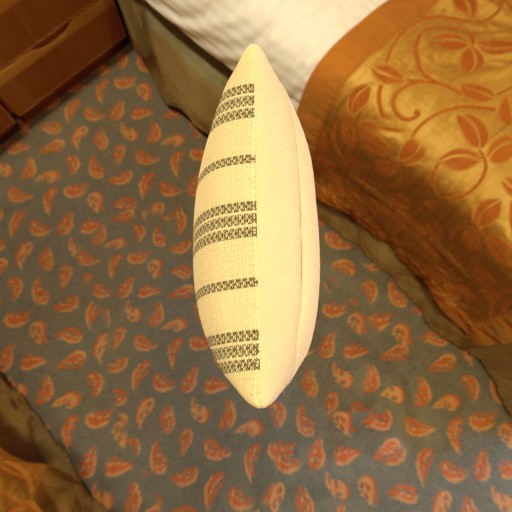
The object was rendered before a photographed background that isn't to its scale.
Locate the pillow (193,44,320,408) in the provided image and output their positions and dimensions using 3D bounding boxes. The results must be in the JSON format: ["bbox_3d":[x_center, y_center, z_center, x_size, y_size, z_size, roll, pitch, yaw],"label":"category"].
[{"bbox_3d":[0.000,0.000,0.651,0.173,0.406,0.405,-1,74,0],"label":"pillow"}]
